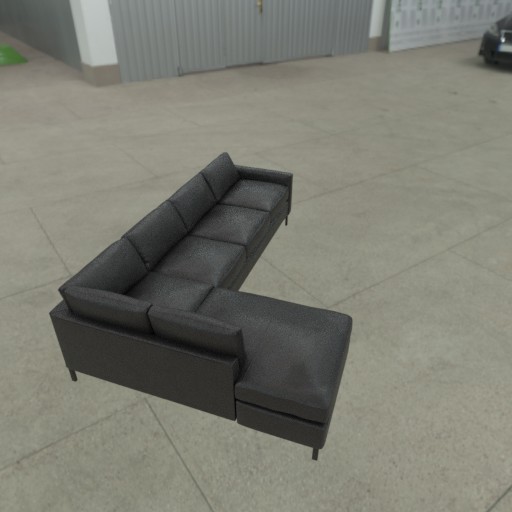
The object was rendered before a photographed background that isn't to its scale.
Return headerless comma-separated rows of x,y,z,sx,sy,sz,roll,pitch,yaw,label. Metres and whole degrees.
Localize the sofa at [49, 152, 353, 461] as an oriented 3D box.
0.000,0.000,3.956,1.938,0.877,2.984,11,34,16,sofa
